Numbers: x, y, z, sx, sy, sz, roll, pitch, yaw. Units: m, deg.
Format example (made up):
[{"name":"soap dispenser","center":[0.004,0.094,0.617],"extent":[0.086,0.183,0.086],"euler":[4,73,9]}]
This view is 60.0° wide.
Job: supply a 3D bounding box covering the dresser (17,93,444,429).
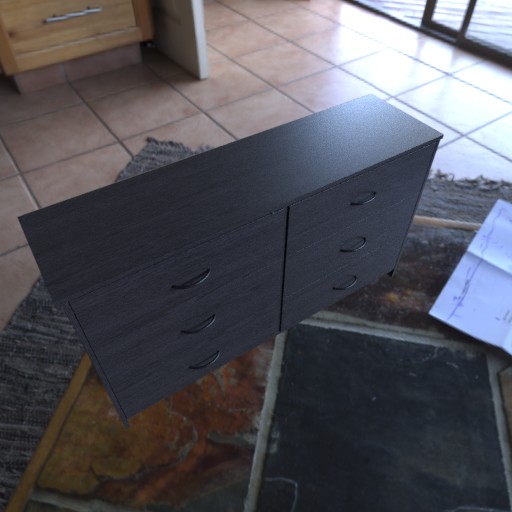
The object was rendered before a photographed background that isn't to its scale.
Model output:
[{"name":"dresser","center":[0.000,0.000,1.672],"extent":[1.360,0.755,0.401],"euler":[-25,51,-22]}]
